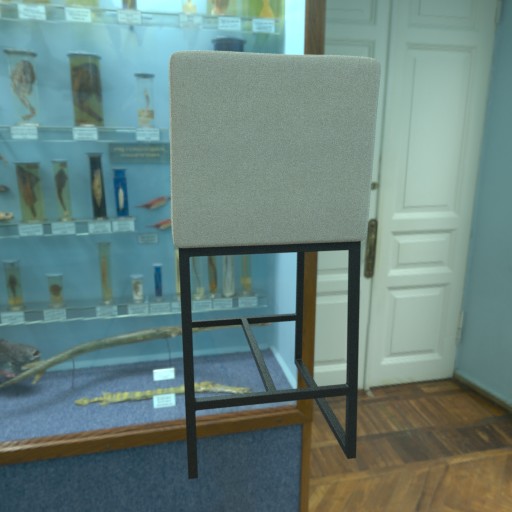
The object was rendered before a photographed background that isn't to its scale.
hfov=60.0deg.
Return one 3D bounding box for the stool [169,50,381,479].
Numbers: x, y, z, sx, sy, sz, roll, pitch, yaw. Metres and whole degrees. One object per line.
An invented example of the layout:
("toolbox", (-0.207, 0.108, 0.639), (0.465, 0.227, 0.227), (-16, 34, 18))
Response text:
("stool", (0.000, 0.000, 1.263), (0.459, 0.971, 0.567), (-2, 14, -10))
